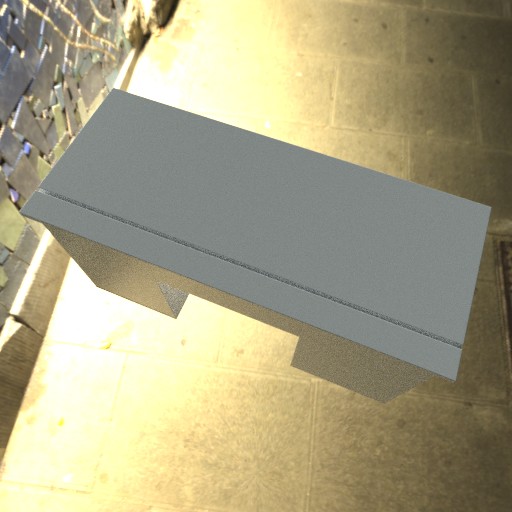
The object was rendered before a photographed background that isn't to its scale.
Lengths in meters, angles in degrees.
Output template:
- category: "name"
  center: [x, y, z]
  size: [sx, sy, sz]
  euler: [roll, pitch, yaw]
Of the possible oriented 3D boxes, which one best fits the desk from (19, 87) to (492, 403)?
- category: "desk"
  center: [0.000, 0.000, 1.948]
  size: [1.580, 0.760, 0.670]
  euler: [20, 66, 10]
